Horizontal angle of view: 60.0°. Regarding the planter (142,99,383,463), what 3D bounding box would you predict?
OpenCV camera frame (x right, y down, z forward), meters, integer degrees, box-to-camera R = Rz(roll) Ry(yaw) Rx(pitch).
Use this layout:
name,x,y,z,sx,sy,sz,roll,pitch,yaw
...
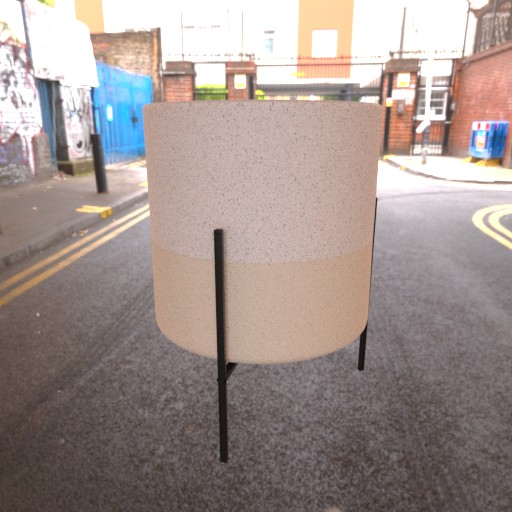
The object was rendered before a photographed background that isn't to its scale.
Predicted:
name,x,y,z,sx,sy,sz,roll,pitch,yaw
planter,0.000,0.000,0.655,0.313,0.423,0.335,-16,23,-42
